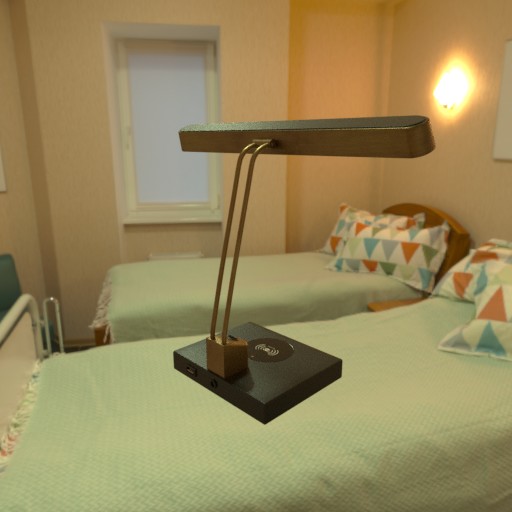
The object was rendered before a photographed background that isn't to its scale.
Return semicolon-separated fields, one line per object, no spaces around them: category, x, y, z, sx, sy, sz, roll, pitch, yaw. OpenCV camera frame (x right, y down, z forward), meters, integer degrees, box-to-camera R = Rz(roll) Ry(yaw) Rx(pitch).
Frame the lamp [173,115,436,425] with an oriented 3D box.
lamp;0.000;0.000;0.586;0.156;0.345;0.412;-14;20;-43
